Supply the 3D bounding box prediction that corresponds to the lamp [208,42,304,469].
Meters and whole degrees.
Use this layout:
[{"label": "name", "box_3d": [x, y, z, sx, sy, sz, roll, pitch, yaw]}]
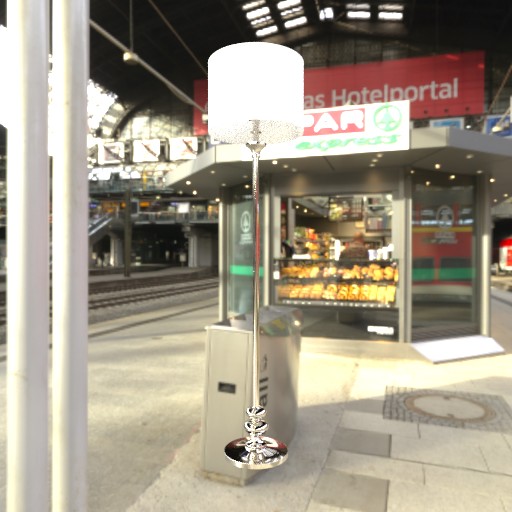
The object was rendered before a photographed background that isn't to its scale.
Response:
[{"label": "lamp", "box_3d": [0.000, 0.000, 1.665, 0.356, 1.487, 0.356, 0, 0, 17]}]
